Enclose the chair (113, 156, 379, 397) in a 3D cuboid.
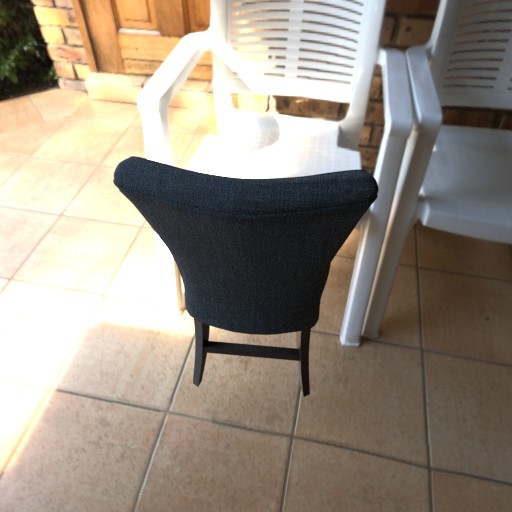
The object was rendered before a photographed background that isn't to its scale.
[{"bbox_3d":[0.000,0.000,1.373,0.520,0.991,0.660,4,47,4],"label":"chair"}]
